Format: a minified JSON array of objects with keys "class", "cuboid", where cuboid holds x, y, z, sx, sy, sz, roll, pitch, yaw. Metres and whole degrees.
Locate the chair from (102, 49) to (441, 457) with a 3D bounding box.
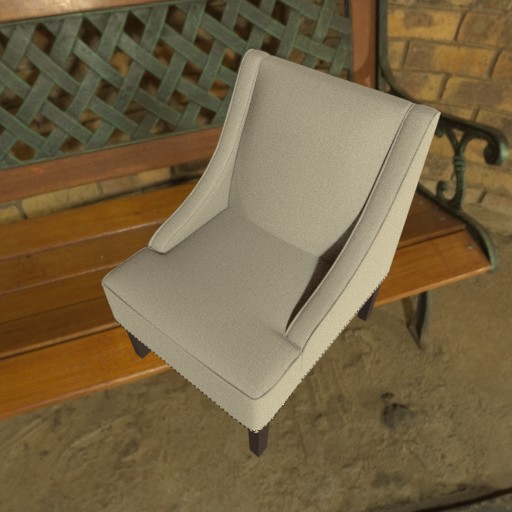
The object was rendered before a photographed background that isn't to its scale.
[{"class":"chair","cuboid":[0.000,0.000,1.337,0.610,0.864,0.737,31,54,26]}]
